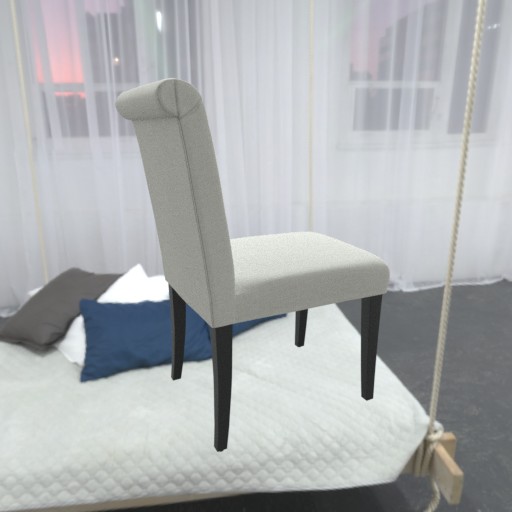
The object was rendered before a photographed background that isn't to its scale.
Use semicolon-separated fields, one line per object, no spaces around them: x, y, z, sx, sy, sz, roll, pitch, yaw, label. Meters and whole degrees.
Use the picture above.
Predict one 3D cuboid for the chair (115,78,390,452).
0.000;0.000;1.388;0.708;0.976;0.452;-8;18;-26;chair
